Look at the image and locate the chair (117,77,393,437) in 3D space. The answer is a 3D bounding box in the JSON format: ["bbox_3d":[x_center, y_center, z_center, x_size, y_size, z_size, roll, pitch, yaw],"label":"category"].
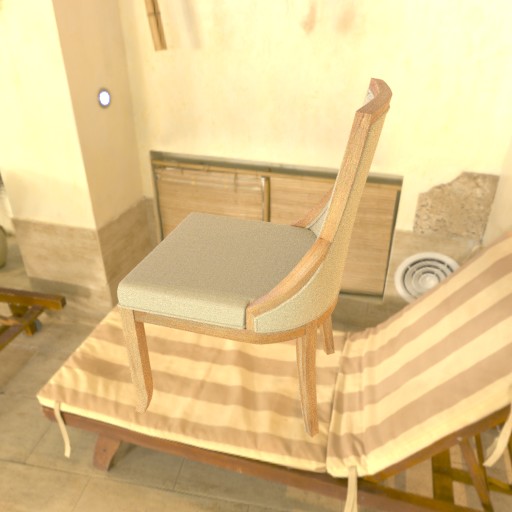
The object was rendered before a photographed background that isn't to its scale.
[{"bbox_3d":[0.000,0.000,1.307,0.641,0.947,0.524,8,31,14],"label":"chair"}]
